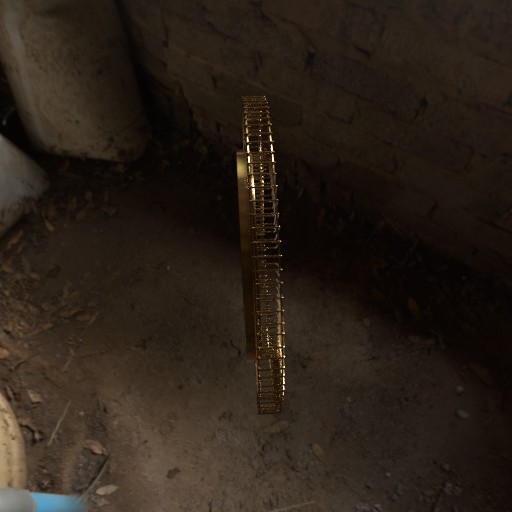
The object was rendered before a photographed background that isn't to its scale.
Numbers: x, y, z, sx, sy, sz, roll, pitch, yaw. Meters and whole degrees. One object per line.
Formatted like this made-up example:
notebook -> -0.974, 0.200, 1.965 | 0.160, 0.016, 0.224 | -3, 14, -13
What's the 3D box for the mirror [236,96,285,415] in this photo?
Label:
mirror -> 0.000, 0.000, 1.039 | 0.067, 0.703, 0.703 | -3, 64, -1
